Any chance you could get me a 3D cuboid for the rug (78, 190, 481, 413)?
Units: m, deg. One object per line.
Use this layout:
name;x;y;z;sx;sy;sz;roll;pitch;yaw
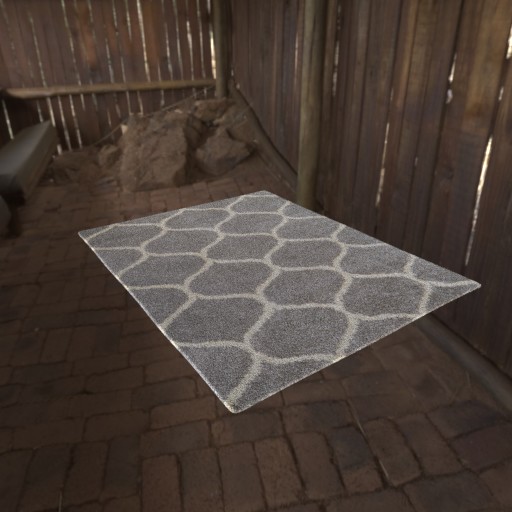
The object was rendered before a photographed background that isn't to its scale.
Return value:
rug;0.000;0.000;4.087;2.399;0.026;3.000;-17;31;-31
